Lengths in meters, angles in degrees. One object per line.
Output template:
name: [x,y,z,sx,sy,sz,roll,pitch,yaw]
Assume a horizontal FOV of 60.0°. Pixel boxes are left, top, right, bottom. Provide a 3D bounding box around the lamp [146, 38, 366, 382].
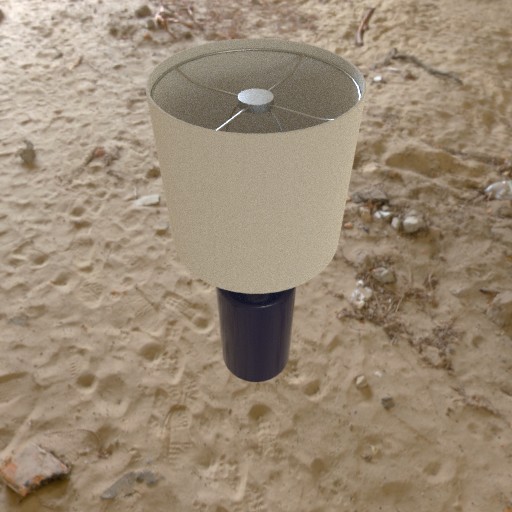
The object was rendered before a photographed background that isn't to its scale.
lamp: [0.000,0.000,0.606,0.212,0.493,0.212,24,50,21]
